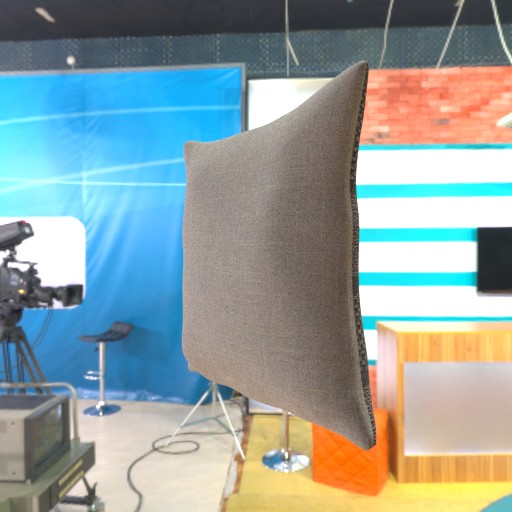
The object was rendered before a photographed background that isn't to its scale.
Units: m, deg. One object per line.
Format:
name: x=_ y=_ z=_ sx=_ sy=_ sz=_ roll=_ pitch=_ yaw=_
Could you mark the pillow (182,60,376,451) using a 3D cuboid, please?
pillow: x=0.000 y=0.000 z=0.663 sx=0.138 sy=0.432 sz=0.435 roll=0 pitch=0 yaw=-36
